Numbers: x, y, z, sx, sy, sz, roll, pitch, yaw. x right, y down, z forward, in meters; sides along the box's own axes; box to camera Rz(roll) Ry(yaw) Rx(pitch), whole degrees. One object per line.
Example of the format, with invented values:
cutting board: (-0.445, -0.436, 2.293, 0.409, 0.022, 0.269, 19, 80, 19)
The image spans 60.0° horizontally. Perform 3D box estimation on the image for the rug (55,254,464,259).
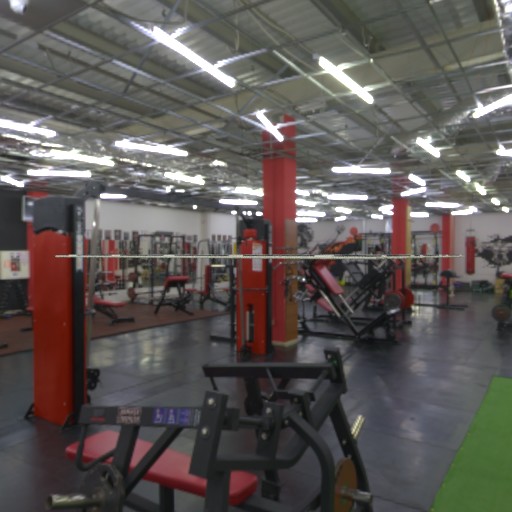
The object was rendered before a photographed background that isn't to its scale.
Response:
rug: (0.000, 0.000, 2.987, 2.286, 0.016, 1.555, 0, 0, 36)
